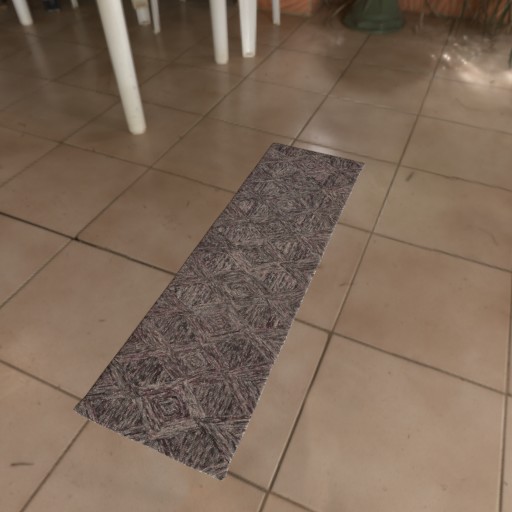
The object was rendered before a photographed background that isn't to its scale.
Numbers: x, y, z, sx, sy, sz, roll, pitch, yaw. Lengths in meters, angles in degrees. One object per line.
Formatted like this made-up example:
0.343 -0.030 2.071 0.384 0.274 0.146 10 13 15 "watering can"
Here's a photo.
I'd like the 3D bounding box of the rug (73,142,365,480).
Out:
0.000 0.000 2.520 0.719 0.013 2.305 17 48 16 "rug"
